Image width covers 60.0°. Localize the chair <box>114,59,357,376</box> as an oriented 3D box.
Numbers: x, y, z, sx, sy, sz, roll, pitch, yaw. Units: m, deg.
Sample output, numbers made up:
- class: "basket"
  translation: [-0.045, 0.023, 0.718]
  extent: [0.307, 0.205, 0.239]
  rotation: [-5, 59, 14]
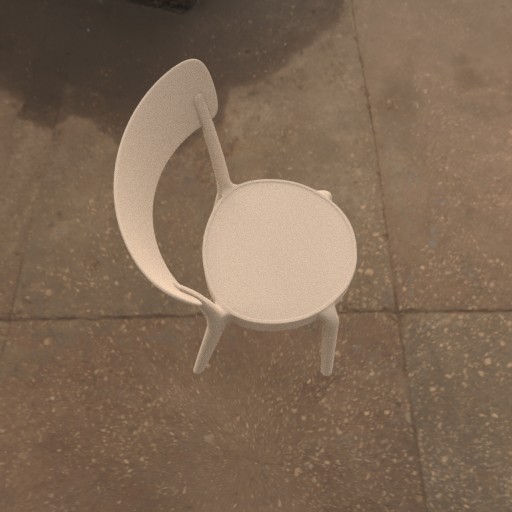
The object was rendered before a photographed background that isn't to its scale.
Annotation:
- class: "chair"
  translation: [0.000, 0.000, 1.129]
  extent: [0.491, 0.790, 0.506]
  rotation: [1, 65, 1]
